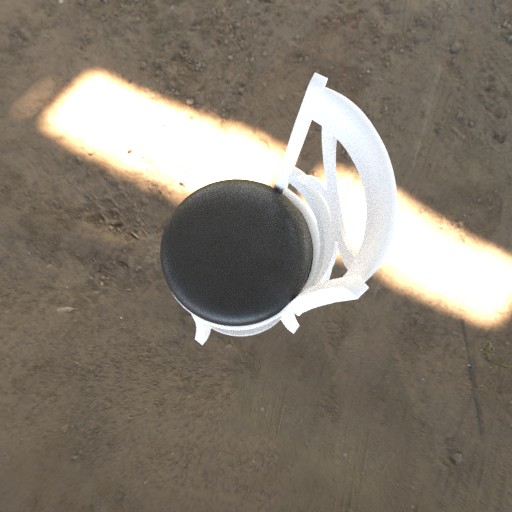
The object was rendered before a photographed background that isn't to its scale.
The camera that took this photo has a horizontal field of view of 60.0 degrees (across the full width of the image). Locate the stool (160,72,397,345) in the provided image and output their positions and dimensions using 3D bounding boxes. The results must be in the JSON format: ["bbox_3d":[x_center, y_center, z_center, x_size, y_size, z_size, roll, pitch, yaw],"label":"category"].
[{"bbox_3d":[0.000,0.000,1.251,0.508,0.953,0.444,-7,75,-2],"label":"stool"}]
